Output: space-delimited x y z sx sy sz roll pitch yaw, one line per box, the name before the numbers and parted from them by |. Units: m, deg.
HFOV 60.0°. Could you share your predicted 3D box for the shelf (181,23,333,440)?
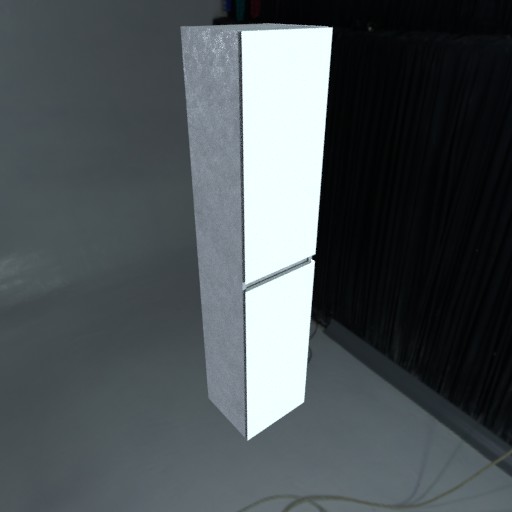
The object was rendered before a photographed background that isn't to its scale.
shelf | 0.000 0.000 1.522 0.300 1.400 0.270 -22 36 -33
